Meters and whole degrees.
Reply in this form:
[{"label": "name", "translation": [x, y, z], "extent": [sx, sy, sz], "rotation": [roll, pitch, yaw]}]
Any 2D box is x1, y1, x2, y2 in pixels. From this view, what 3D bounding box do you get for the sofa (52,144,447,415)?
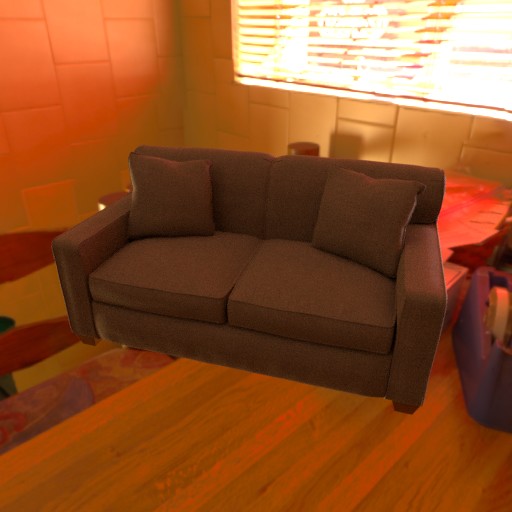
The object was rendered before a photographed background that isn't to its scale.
[{"label": "sofa", "translation": [0.000, 0.000, 2.403], "extent": [1.846, 0.958, 1.000], "rotation": [8, 29, 15]}]
